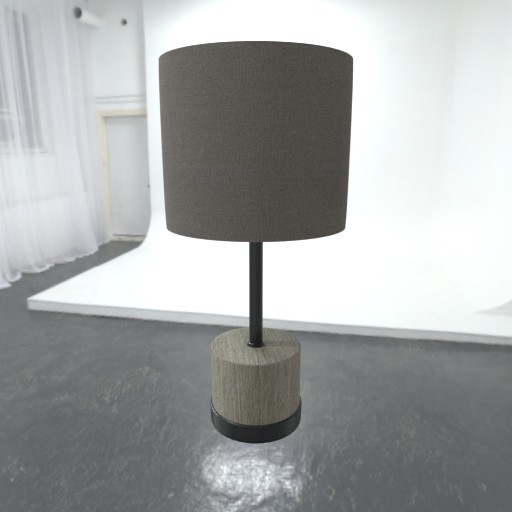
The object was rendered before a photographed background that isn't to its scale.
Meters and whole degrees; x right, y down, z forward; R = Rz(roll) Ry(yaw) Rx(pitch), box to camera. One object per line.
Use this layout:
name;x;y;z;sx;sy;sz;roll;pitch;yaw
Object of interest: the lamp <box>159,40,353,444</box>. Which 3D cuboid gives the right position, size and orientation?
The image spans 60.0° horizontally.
lamp;0.000;0.000;0.581;0.229;0.470;0.229;-2;14;-8
